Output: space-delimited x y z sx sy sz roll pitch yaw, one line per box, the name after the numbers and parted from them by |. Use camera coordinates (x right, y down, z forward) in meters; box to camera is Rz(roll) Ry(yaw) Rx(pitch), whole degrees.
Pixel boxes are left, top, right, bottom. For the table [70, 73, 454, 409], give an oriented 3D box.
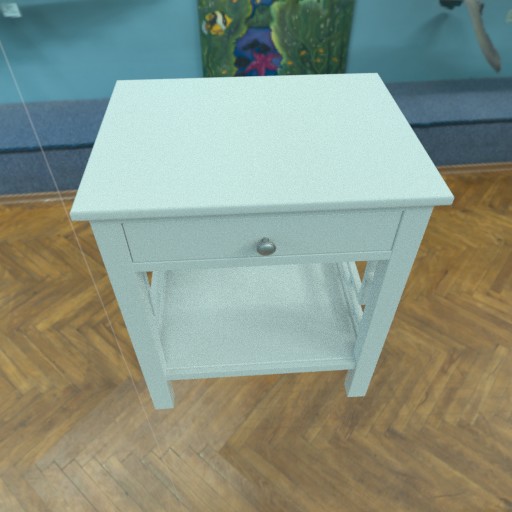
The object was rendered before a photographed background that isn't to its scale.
0.000 0.000 1.024 0.564 0.646 0.451 -3 45 -3 | table
